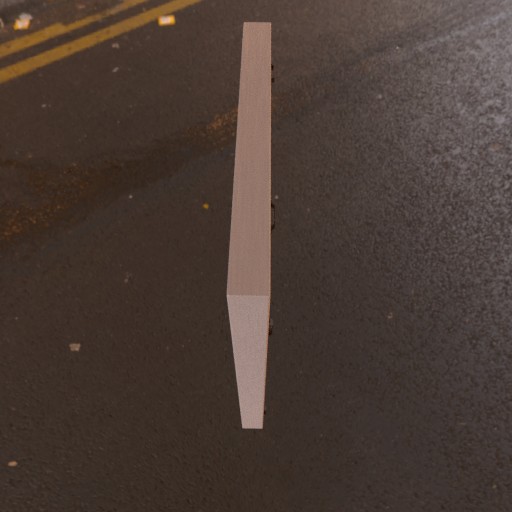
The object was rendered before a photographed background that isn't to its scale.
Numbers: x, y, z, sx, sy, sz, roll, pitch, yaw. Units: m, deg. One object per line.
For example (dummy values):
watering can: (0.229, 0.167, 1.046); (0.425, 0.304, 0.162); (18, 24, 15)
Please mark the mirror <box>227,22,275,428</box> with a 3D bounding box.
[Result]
mirror: (0.000, 0.000, 0.687); (0.041, 0.508, 0.405); (1, 57, 1)
